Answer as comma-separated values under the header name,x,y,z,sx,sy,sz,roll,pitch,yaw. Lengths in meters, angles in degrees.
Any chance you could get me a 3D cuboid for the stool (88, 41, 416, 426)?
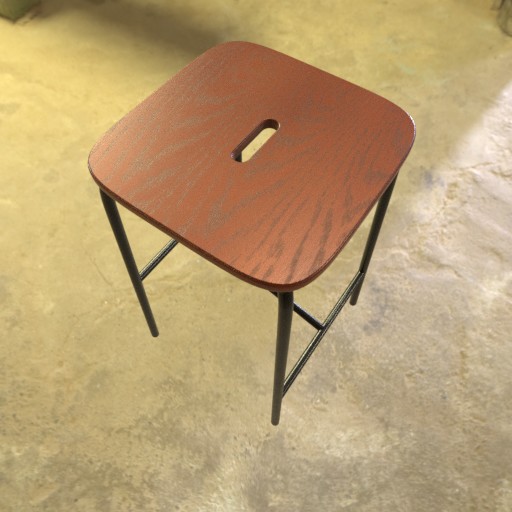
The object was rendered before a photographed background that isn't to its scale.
name,x,y,z,sx,sy,sz,roll,pitch,yaw
stool,0.000,0.000,0.858,0.376,0.610,0.376,31,64,17
